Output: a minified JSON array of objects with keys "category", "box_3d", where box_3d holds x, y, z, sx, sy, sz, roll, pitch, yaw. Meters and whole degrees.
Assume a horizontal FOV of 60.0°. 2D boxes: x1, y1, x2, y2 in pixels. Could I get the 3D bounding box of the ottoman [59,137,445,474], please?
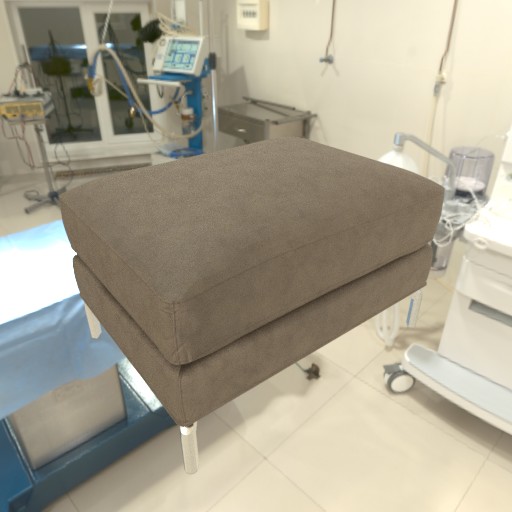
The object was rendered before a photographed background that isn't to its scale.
[{"category":"ottoman","box_3d":[0.000,0.000,1.061,0.719,0.456,0.520,-21,36,-32]}]
